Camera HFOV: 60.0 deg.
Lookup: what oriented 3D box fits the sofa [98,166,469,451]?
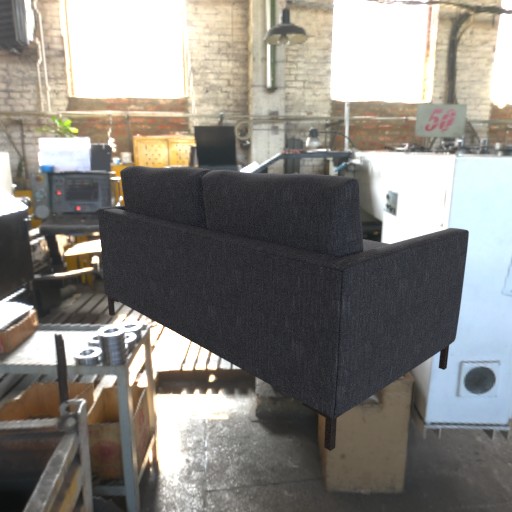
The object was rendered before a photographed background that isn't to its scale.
[{"bbox_3d":[0.000,0.000,2.183,0.866,0.862,1.716,-12,18,-41],"label":"sofa"}]
